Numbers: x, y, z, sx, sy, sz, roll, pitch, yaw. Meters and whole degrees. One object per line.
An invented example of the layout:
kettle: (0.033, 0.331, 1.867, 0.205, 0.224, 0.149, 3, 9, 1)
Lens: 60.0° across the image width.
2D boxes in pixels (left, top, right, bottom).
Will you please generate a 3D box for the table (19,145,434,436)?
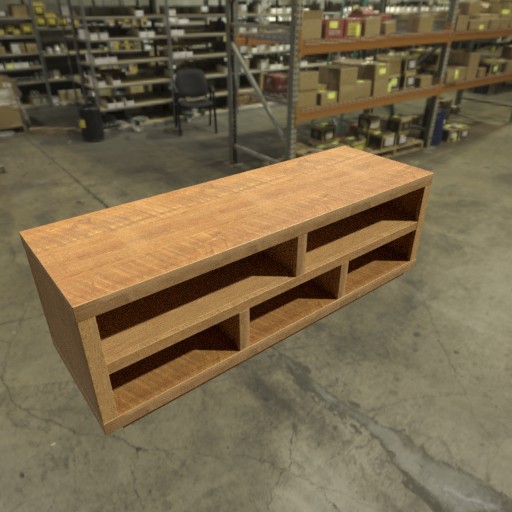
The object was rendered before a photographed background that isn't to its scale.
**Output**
table: (0.000, 0.000, 1.742, 1.499, 0.491, 0.499, -22, 37, -32)
